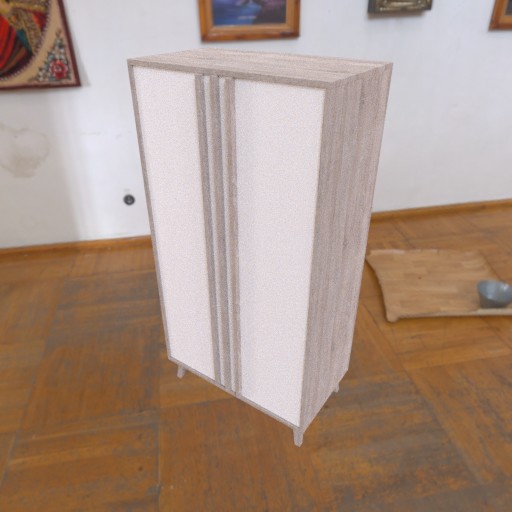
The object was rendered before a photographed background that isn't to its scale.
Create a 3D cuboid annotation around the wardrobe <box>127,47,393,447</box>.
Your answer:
[{"bbox_3d":[0.000,0.000,2.410,1.000,1.960,0.600,20,36,29],"label":"wardrobe"}]
